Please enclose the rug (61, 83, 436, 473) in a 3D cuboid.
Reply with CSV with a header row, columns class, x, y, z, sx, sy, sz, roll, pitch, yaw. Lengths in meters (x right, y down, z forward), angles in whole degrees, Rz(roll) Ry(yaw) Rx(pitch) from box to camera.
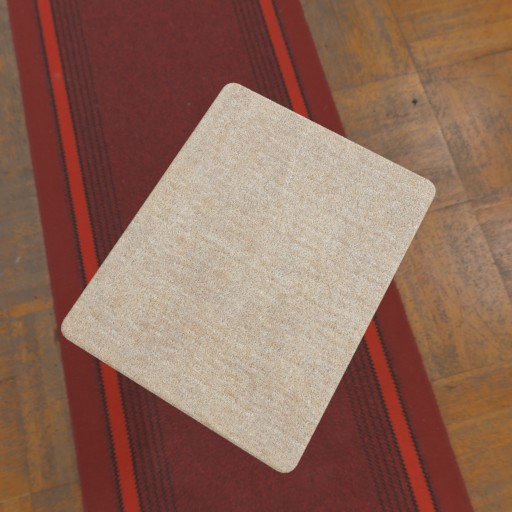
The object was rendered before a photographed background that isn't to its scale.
class,x,y,z,sx,sy,sz,roll,pitch,yaw
rug,0.000,0.000,3.480,2.009,0.048,2.528,29,77,7
